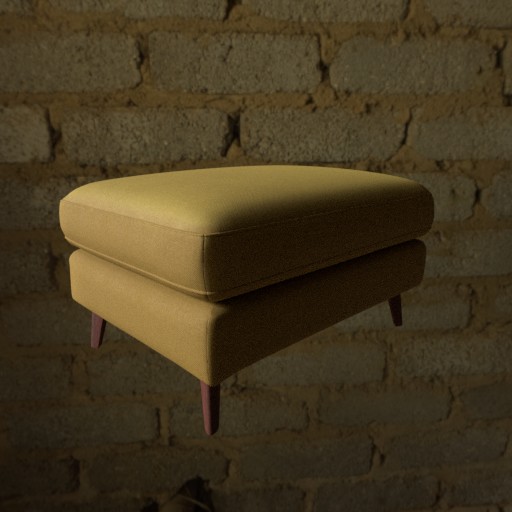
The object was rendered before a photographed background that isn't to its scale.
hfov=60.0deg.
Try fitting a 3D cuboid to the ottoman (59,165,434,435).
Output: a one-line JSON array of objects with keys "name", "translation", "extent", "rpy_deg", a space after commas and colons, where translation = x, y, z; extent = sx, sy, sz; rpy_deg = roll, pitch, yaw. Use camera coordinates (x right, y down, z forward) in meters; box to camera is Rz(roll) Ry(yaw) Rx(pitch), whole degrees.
[{"name": "ottoman", "translation": [0.000, 0.000, 1.164], "extent": [0.811, 0.449, 0.608], "rpy_deg": [-14, 21, -42]}]
